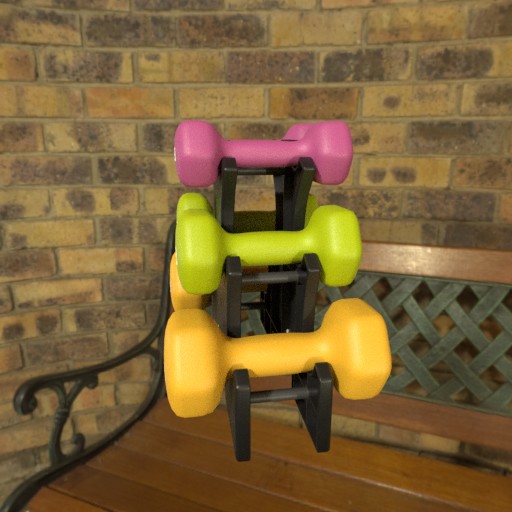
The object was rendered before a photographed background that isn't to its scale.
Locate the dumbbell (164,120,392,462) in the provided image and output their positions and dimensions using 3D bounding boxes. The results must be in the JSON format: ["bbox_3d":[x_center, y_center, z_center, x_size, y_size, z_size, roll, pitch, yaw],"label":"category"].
[{"bbox_3d":[0.000,0.000,0.469,0.190,0.271,0.300,-2,16,-9],"label":"dumbbell"}]
